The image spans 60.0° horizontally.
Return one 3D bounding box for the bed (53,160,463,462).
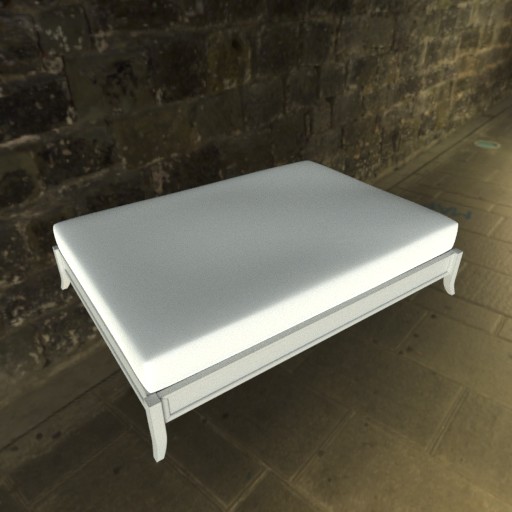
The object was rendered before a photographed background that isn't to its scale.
[{"bbox_3d":[0.000,0.000,2.637,1.985,0.510,1.460,-20,37,-29],"label":"bed"}]
